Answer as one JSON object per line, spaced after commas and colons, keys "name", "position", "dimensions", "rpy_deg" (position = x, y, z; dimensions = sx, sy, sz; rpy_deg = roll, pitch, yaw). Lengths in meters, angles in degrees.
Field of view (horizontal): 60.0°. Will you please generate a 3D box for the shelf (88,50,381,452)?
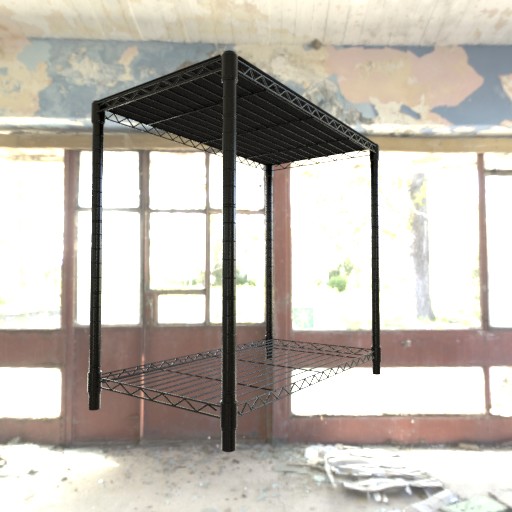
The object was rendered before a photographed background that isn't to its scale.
{"name": "shelf", "position": [0.000, 0.000, 0.950], "dimensions": [0.338, 0.564, 0.589], "rpy_deg": [-1, -3, 36]}
